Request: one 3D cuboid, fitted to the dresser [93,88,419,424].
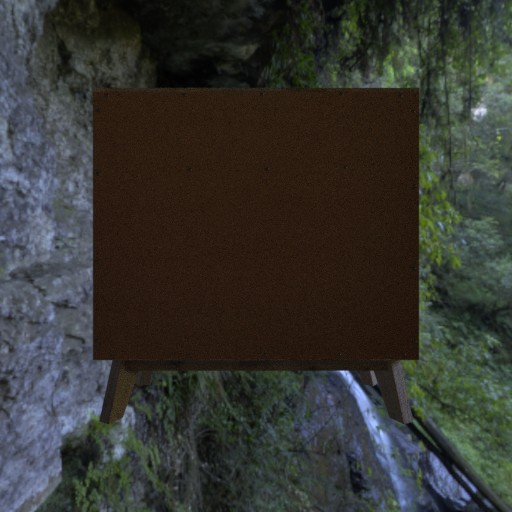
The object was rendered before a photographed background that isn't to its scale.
[{"bbox_3d":[0.000,0.000,1.582,0.998,1.029,0.455,0,0,0],"label":"dresser"}]
